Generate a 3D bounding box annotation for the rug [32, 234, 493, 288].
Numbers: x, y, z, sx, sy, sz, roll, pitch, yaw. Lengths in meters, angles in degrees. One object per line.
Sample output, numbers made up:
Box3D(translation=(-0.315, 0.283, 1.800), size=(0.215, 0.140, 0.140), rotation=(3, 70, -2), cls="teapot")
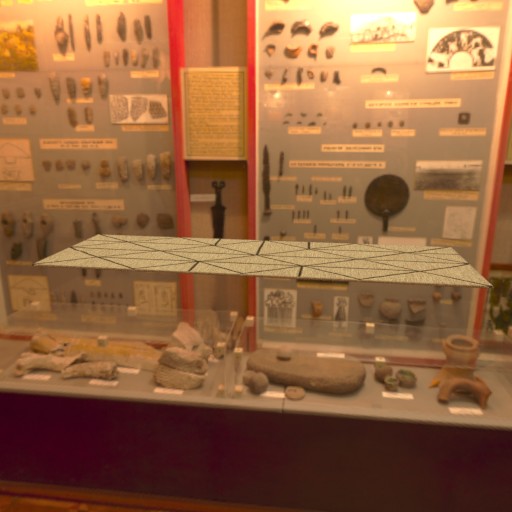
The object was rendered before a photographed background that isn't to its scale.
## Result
Box3D(translation=(0.000, 0.000, 2.678), size=(2.438, 0.012, 0.762), rotation=(2, 16, 8), cls="rug")
